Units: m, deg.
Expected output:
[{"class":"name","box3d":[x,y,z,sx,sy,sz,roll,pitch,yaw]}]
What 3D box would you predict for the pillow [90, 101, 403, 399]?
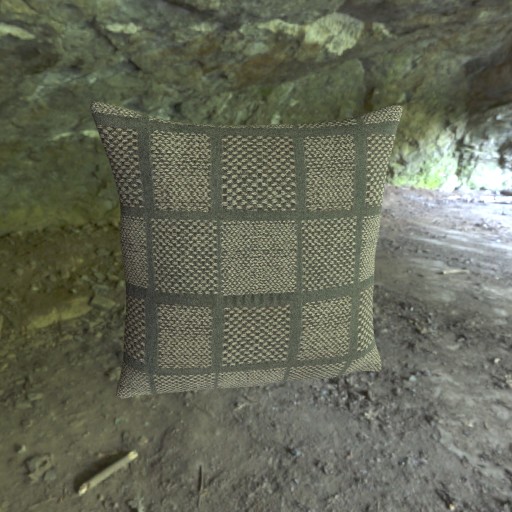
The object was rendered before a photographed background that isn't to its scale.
[{"class":"pillow","box3d":[0.000,0.000,0.660,0.435,0.432,0.138,-3,17,-10]}]
